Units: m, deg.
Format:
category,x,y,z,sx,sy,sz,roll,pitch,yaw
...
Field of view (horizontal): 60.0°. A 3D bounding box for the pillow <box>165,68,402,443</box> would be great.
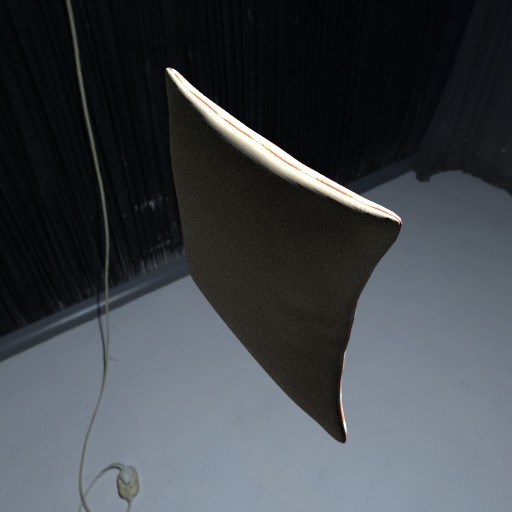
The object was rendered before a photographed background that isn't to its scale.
category,x,y,z,sx,sy,sz,roll,pitch,yaw
pillow,0.000,0.000,0.798,0.166,0.508,0.552,-24,47,-25
